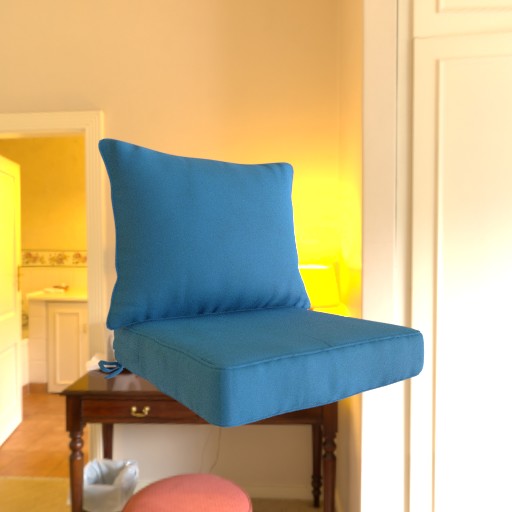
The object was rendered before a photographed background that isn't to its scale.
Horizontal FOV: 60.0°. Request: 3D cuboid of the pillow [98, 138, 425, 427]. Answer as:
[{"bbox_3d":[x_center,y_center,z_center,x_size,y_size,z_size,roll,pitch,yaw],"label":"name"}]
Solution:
[{"bbox_3d":[0.000,0.000,1.341,0.798,0.725,0.733,-1,2,-35],"label":"pillow"}]
